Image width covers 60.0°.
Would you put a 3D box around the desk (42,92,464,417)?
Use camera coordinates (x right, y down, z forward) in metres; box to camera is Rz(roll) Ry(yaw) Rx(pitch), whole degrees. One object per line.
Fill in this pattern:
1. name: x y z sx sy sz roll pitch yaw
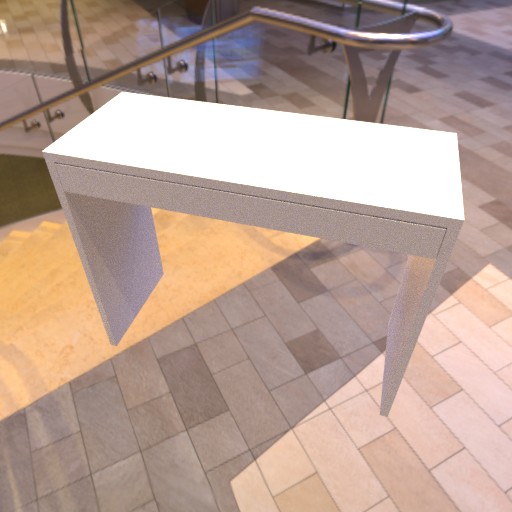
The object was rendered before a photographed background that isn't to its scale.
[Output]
1. desk: 0.000 0.000 1.410 1.000 0.790 0.400 11 43 12
